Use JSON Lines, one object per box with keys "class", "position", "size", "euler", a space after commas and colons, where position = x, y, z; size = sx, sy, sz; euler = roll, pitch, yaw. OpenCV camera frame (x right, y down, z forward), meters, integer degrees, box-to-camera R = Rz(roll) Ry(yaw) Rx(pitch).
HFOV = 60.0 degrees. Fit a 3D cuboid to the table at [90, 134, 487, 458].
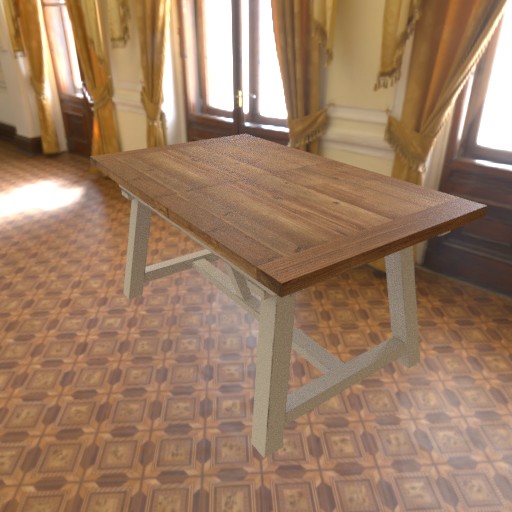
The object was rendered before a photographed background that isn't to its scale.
{"class": "table", "position": [0.000, 0.000, 2.028], "size": [0.922, 0.743, 1.503], "euler": [-18, 32, -31]}
